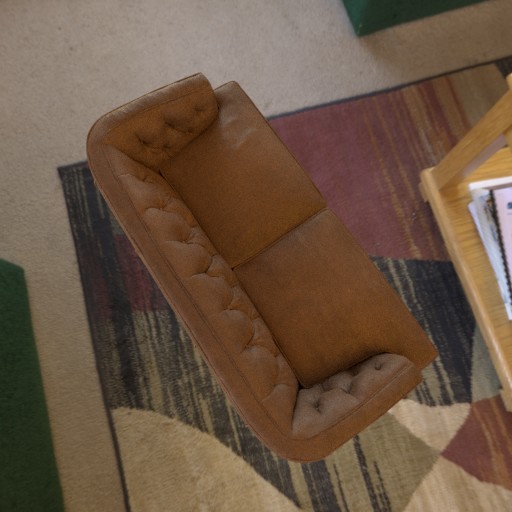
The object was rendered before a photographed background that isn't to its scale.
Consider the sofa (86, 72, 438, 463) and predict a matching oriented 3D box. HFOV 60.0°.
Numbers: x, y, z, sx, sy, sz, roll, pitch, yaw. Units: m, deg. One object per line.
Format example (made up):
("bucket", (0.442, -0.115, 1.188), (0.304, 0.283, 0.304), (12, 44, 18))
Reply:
("sofa", (0.000, 0.000, 2.205), (0.917, 0.799, 1.767), (-33, 79, -7))
